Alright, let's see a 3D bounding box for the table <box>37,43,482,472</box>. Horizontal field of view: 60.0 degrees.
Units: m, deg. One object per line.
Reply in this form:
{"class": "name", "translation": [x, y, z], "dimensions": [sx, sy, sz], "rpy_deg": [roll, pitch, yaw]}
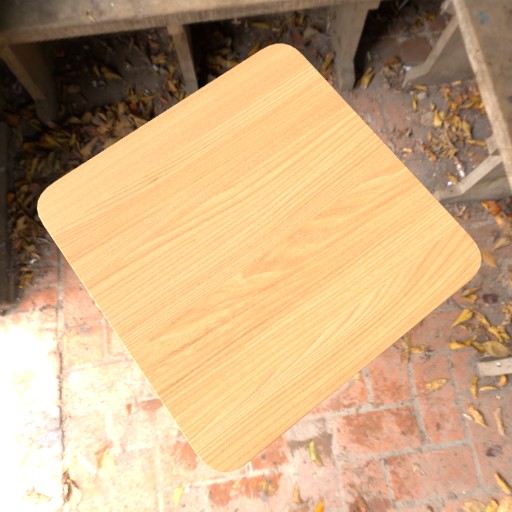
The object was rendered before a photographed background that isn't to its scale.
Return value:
{"class": "table", "translation": [0.000, 0.000, 1.214], "dimensions": [0.750, 0.450, 0.750], "rpy_deg": [-36, 78, -9]}
